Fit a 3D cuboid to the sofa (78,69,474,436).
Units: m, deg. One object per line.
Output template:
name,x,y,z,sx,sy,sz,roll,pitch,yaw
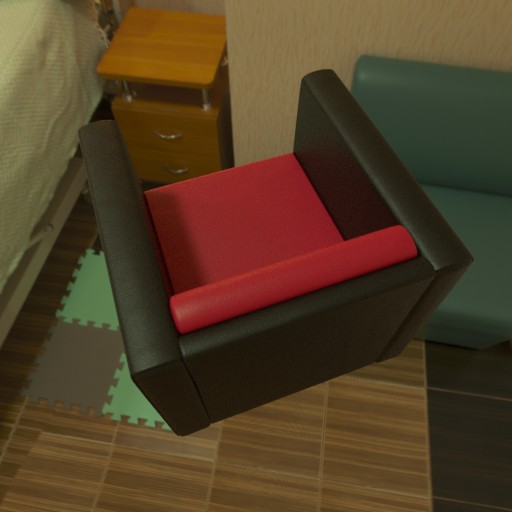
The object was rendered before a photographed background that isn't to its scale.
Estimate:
sofa,0.000,0.000,1.461,0.839,0.724,0.809,-17,59,-11
